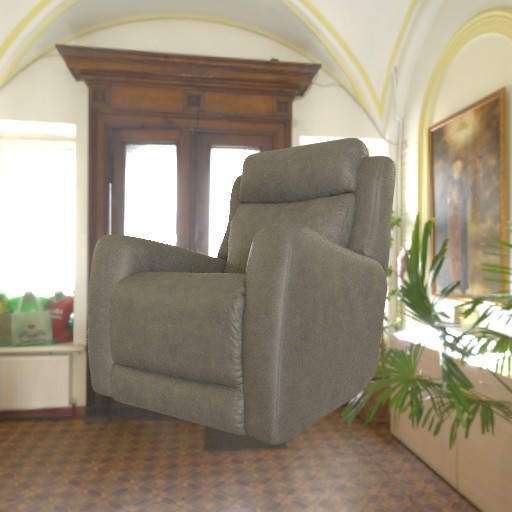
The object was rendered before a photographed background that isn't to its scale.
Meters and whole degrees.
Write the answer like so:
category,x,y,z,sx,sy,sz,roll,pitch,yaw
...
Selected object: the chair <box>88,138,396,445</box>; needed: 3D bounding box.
category,x,y,z,sx,sy,sz,roll,pitch,yaw
chair,0.000,0.000,1.917,0.965,1.116,1.068,0,-1,36
